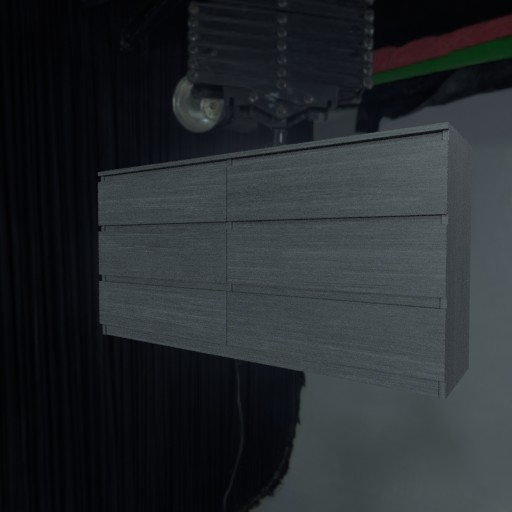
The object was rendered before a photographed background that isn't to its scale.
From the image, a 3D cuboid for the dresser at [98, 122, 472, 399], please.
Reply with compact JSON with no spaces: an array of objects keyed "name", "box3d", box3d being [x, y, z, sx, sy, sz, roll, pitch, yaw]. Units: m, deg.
[{"name":"dresser","box3d":[0.000,0.000,1.875,1.590,0.795,0.400,1,2,35]}]
